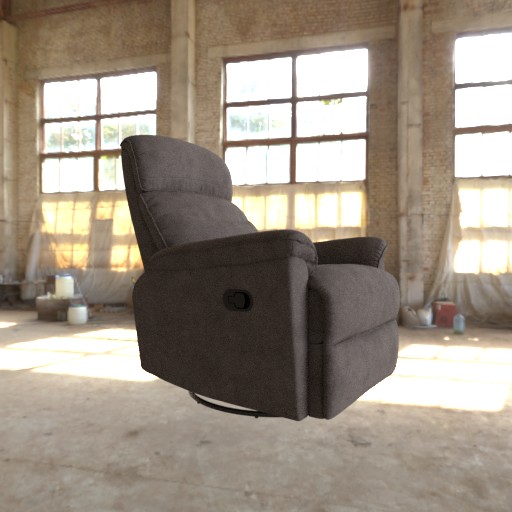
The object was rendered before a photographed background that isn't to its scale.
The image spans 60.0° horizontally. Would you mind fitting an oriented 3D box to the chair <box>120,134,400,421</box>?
[{"bbox_3d":[0.000,0.000,1.780,1.009,1.036,0.830,0,0,34],"label":"chair"}]
